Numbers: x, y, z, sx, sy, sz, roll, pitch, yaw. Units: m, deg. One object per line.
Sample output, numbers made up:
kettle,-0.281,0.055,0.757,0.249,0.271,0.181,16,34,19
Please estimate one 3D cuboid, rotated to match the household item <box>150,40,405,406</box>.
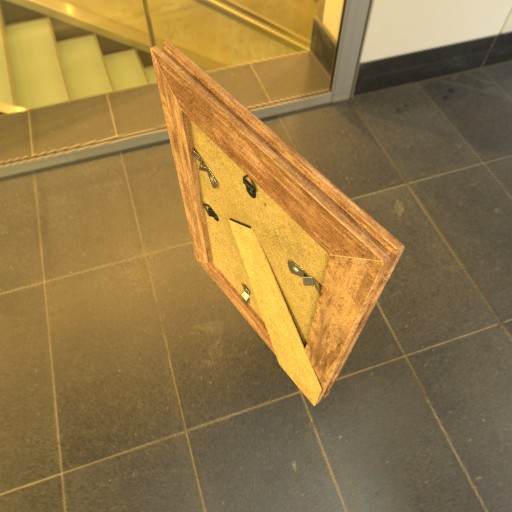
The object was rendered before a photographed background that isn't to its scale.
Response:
household item,0.000,0.000,0.322,0.018,0.237,0.186,-34,64,-19
